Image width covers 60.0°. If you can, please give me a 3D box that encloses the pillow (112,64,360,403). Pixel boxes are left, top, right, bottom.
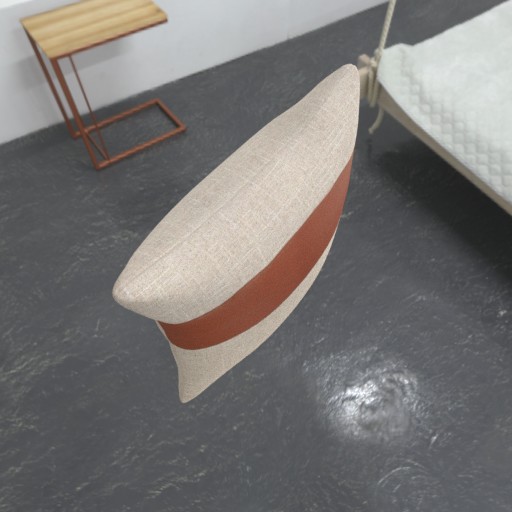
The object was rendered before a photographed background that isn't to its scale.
[{"bbox_3d":[0.000,0.000,0.645,0.173,0.399,0.414,33,64,19],"label":"pillow"}]
